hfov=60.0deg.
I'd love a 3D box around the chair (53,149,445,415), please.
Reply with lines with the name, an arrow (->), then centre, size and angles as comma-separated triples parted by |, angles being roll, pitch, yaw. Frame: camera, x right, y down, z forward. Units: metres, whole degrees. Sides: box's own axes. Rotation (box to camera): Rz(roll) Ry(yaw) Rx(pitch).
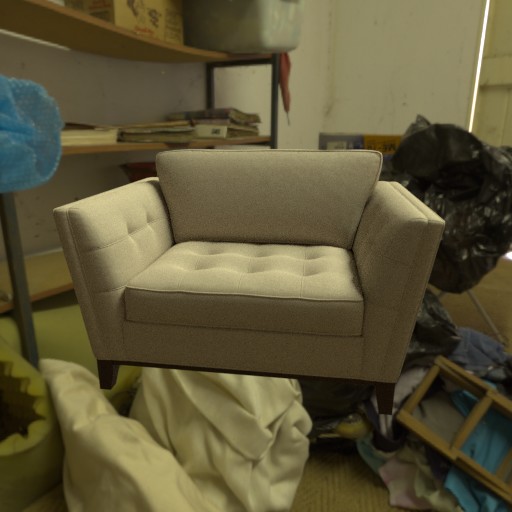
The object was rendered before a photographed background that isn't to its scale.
chair -> 0.000, 0.000, 2.081 | 1.397, 0.940, 0.965 | 3, 18, 8
